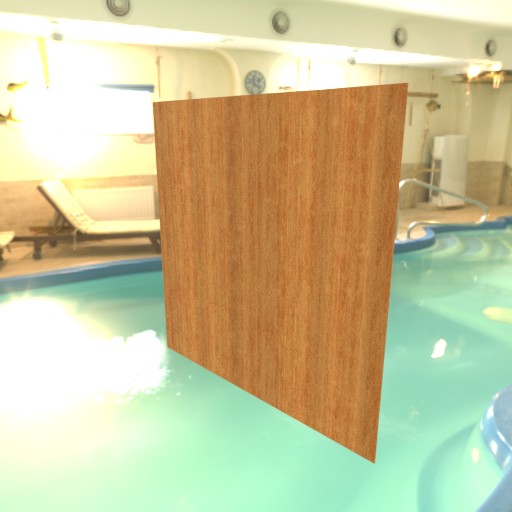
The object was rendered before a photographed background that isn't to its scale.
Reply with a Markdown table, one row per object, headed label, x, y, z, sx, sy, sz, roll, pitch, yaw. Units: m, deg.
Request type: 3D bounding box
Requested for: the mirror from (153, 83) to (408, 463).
| label | x | y | z | sx | sy | sz | roll | pitch | yaw |
| --- | --- | --- | --- | --- | --- | --- | --- | --- | --- |
| mirror | 0.000 | 0.000 | 0.954 | 0.651 | 0.651 | 0.047 | 15 | 22 | 42 |
